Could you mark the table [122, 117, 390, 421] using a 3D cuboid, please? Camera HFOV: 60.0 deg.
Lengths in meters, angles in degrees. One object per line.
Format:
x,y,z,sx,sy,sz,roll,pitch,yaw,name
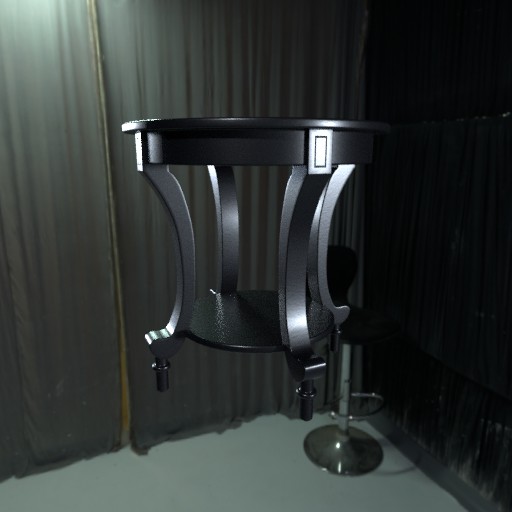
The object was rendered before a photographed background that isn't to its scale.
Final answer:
0.000,0.000,1.100,0.597,0.618,0.597,0,13,0,table
